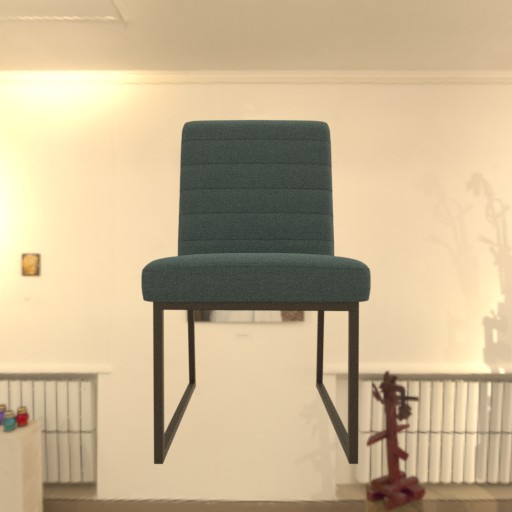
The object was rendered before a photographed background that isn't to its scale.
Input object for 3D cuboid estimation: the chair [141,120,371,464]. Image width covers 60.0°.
[{"bbox_3d":[0.000,0.000,1.291,0.520,0.930,0.634,0,1,0],"label":"chair"}]
